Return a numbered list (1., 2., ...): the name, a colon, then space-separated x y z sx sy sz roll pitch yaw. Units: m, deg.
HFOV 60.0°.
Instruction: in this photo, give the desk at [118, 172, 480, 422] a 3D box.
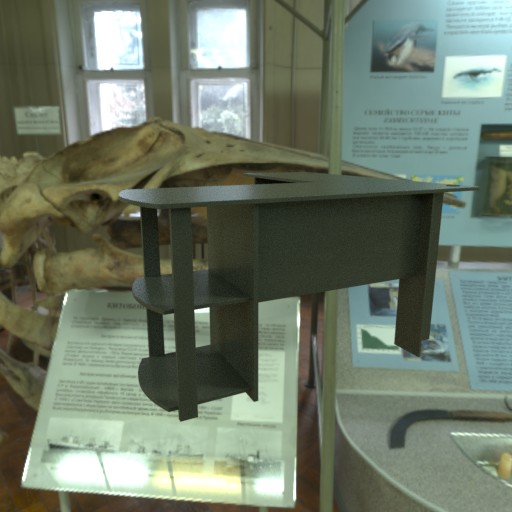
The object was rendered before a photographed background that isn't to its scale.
1. desk: 0.000 0.000 2.139 1.361 0.716 1.303 -7 15 -25
